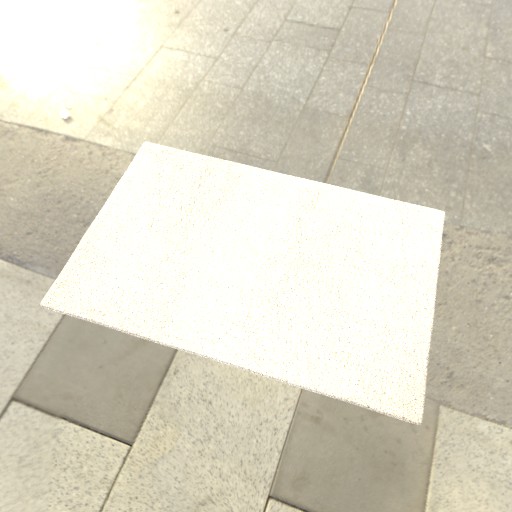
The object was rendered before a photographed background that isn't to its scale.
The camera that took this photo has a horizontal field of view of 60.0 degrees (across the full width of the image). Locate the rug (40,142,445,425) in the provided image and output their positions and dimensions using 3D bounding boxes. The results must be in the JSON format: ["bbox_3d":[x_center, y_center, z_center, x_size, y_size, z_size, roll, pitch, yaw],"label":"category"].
[{"bbox_3d":[0.000,0.000,3.455,2.743,0.030,1.778,15,59,9],"label":"rug"}]
